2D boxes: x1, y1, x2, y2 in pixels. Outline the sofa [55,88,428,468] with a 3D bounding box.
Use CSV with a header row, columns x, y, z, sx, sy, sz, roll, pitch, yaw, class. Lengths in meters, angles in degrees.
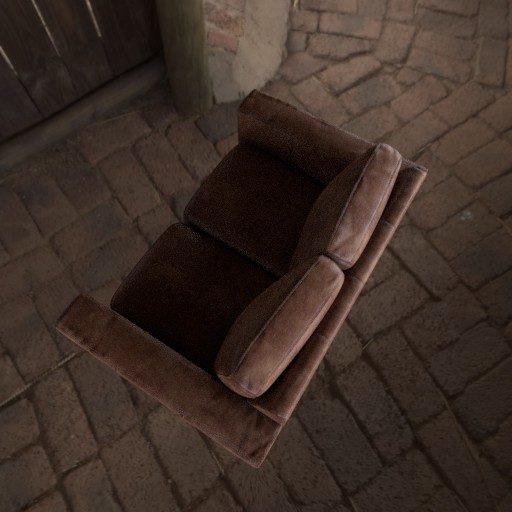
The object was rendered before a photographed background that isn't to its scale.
x,y,z,sx,sy,sz,roll,pitch,yaw,class
0.000,0.000,2.206,1.041,0.889,1.626,30,68,13,sofa
